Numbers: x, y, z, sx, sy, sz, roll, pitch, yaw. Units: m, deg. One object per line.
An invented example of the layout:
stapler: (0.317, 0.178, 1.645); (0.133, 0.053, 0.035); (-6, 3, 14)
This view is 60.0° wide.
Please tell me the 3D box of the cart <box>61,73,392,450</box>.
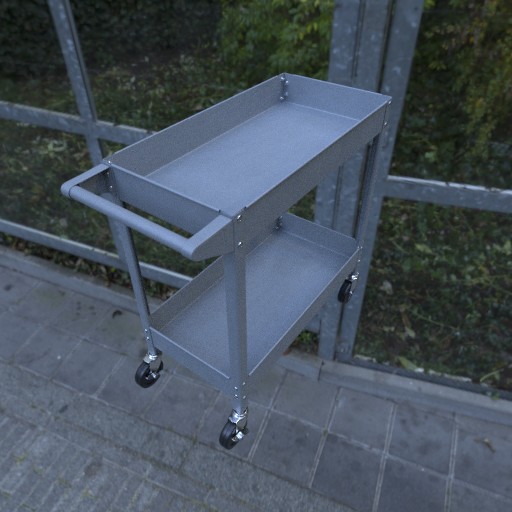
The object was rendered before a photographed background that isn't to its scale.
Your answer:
cart: (0.000, 0.000, 1.213); (0.366, 0.719, 0.779); (25, 46, 27)
